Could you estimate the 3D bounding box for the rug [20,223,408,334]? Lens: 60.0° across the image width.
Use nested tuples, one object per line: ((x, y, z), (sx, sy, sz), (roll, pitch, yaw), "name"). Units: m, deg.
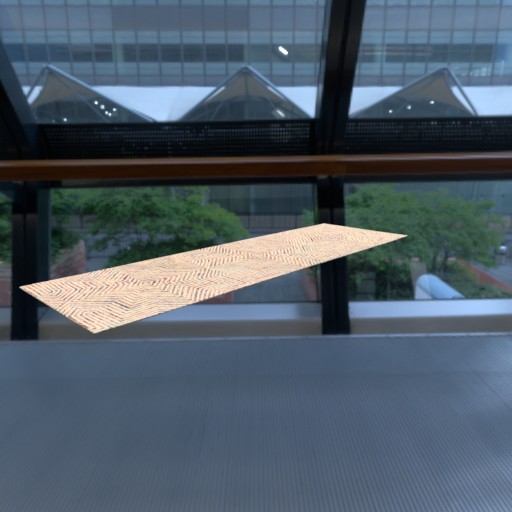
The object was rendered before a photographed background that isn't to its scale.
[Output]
((0.000, 0.000, 2.693), (0.771, 0.009, 2.443), (13, 19, 43), "rug")
